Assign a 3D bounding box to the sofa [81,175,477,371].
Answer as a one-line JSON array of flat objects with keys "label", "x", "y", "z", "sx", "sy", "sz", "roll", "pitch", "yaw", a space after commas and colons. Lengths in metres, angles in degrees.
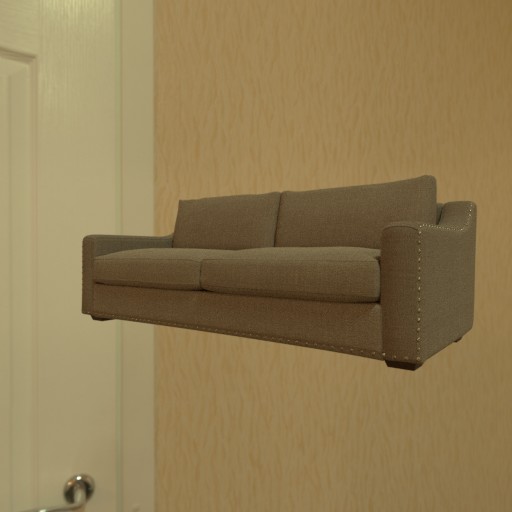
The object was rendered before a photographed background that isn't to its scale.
[{"label": "sofa", "x": 0.000, "y": 0.000, "z": 2.633, "sx": 2.208, "sy": 0.857, "sz": 1.000, "roll": 0, "pitch": 1, "yaw": 37}]
